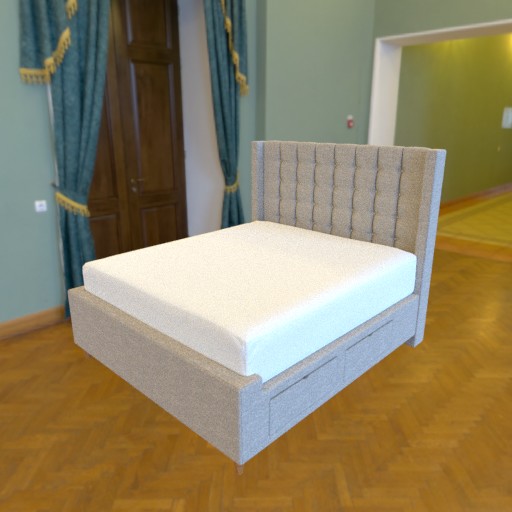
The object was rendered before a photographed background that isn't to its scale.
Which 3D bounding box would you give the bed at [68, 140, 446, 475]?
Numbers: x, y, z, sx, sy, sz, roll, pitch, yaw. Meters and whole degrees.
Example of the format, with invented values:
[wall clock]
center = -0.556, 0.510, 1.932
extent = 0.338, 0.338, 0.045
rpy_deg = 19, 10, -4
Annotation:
[bed]
center = 0.000, 0.000, 3.718
extent = 2.044, 1.748, 2.372
rpy_deg = 16, 23, 41
